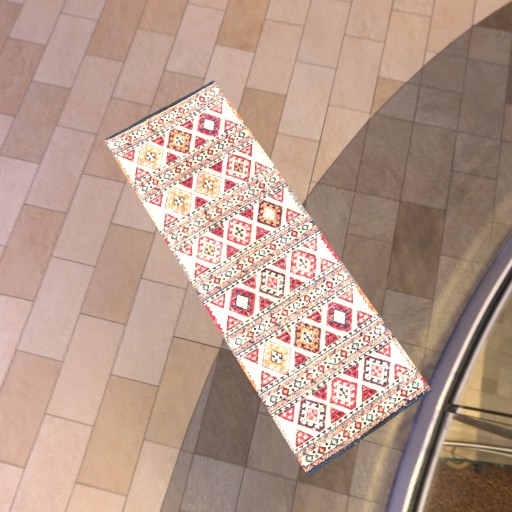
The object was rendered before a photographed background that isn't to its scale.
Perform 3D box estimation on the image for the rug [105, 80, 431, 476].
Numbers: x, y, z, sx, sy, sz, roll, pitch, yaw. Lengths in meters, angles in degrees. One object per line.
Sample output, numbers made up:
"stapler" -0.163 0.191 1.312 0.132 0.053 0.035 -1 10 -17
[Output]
"rug" 0.000 0.000 2.665 0.832 0.008 2.362 -32 78 -8
